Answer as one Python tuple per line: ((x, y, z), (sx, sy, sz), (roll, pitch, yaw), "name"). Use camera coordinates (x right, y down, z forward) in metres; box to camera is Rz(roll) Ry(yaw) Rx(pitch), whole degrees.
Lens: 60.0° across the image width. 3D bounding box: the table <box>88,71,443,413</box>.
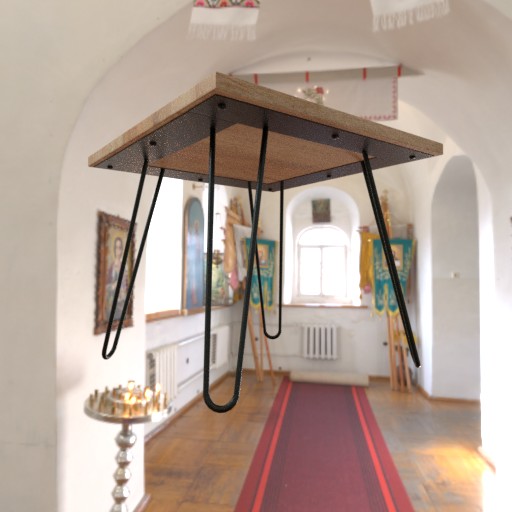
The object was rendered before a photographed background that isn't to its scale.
((0.000, 0.000, 1.041), (0.599, 0.500, 0.599), (1, -2, -37), "table")
